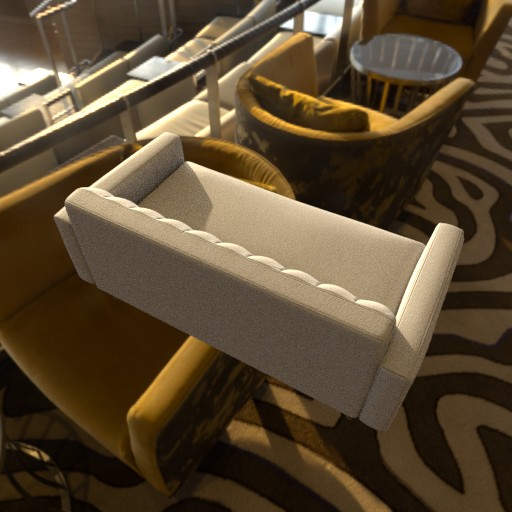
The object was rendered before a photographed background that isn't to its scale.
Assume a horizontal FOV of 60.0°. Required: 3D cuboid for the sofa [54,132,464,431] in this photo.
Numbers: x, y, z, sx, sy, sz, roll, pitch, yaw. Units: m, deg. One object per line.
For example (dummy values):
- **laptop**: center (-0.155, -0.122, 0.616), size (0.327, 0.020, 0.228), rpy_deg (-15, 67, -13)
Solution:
- **sofa**: center (0.000, 0.000, 2.409), size (1.895, 0.814, 0.969), rpy_deg (22, 50, 20)
